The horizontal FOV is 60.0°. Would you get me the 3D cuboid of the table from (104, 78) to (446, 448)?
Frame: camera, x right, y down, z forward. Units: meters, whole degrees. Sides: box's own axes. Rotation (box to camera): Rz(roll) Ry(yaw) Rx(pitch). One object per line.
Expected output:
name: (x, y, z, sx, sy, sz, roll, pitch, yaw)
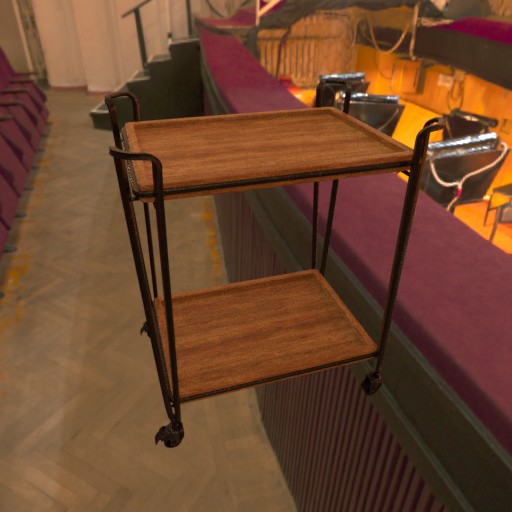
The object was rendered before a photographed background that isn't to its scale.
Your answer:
table: (0.000, 0.000, 1.191, 0.672, 0.785, 0.505, -9, 33, -15)
